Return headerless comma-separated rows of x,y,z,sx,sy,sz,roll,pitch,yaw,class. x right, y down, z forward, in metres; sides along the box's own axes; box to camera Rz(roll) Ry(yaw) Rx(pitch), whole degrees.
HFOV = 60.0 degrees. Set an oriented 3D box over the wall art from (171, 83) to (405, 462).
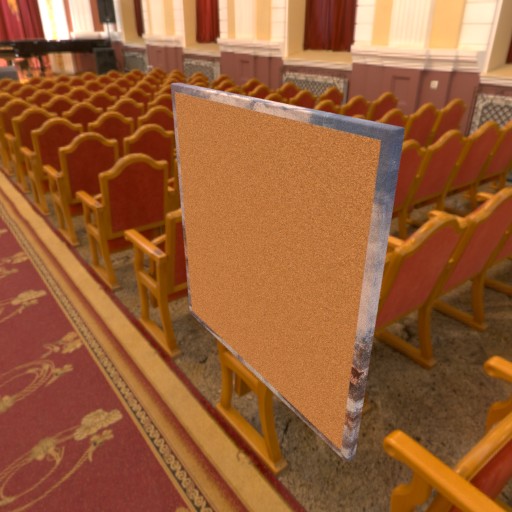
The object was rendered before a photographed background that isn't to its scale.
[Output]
0.000,0.000,1.516,0.040,1.020,1.010,-19,33,-32,wall art
